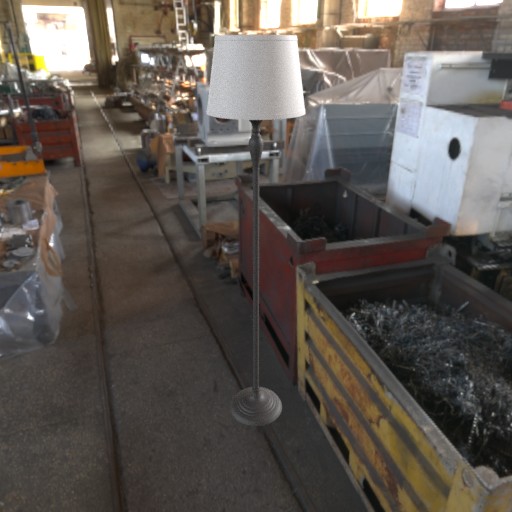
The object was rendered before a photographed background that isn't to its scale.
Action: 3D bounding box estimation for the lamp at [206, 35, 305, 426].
[{"bbox_3d":[0.000,0.000,1.693,0.327,1.506,0.327,17,30,32],"label":"lamp"}]
